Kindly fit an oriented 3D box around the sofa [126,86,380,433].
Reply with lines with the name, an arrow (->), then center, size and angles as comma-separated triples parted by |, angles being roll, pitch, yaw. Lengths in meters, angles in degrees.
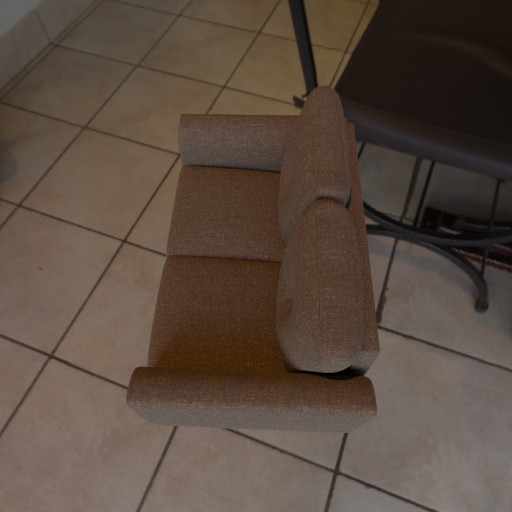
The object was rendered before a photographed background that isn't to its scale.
sofa -> 0.000, 0.000, 1.973 | 0.851, 0.885, 1.423 | 2, 58, 1
